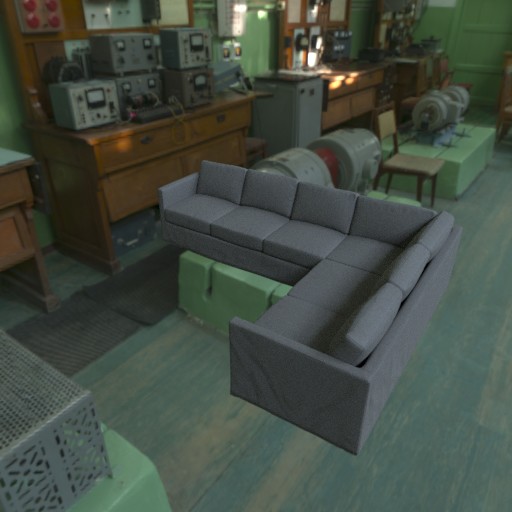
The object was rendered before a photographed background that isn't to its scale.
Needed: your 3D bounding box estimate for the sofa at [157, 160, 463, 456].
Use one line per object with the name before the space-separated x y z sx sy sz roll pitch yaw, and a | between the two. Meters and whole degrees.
sofa | 0.000 0.000 4.262 3.182 0.871 2.432 18 35 29
